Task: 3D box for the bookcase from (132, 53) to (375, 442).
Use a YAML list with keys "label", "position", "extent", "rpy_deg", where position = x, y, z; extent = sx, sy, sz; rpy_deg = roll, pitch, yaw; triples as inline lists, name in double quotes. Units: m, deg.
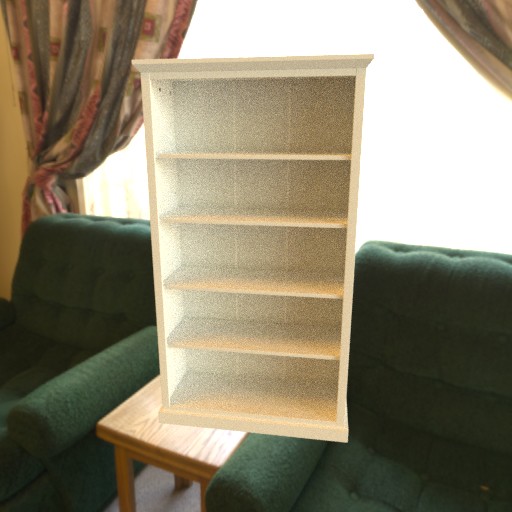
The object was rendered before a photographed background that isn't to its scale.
- label: "bookcase"
  position: [0.000, 0.000, 2.344]
  extent: [1.050, 1.880, 0.432]
  rpy_deg: [2, 16, 9]
